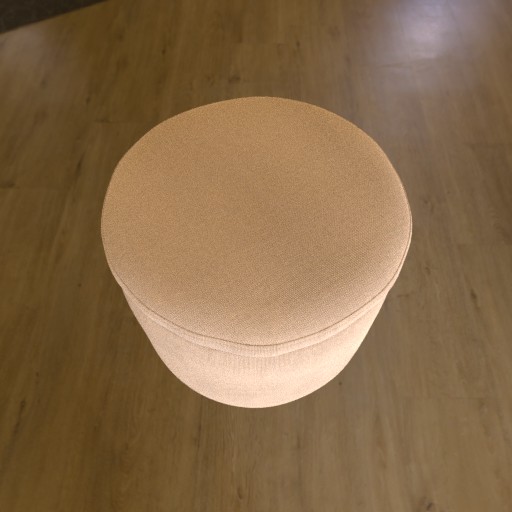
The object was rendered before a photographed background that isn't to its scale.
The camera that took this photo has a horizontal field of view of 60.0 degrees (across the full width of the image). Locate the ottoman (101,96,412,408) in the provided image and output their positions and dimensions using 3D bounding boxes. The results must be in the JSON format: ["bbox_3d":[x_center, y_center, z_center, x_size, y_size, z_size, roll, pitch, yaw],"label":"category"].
[{"bbox_3d":[0.000,0.000,0.854,0.497,0.409,0.497,0,58,0],"label":"ottoman"}]
